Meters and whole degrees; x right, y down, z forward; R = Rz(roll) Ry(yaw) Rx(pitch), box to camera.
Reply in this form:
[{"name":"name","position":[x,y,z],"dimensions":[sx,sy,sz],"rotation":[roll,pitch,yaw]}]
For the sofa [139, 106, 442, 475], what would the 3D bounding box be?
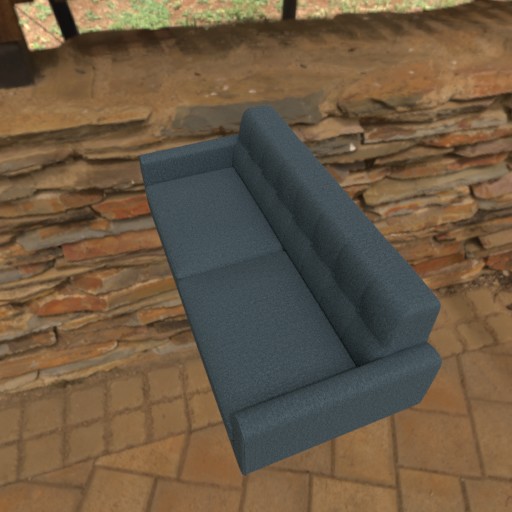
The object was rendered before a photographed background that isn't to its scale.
[{"name":"sofa","position":[0.000,0.000,2.546],"dimensions":[0.942,0.884,2.055],"rotation":[-16,48,-15]}]
